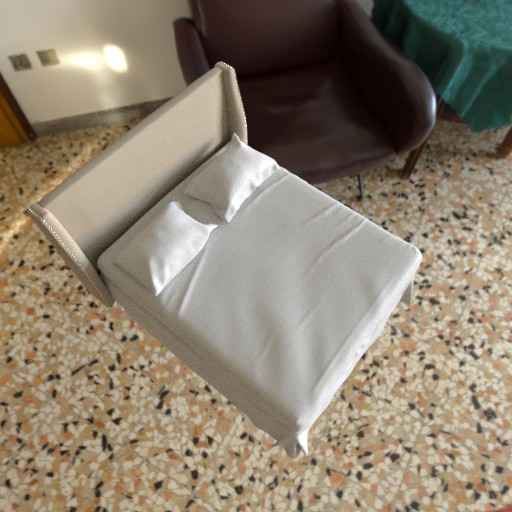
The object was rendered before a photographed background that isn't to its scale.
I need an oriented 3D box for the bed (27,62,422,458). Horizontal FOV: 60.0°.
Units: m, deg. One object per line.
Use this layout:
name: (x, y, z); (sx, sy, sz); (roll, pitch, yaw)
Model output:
bed: (0.000, 0.000, 3.397); (2.276, 1.332, 1.925); (35, 66, 18)
